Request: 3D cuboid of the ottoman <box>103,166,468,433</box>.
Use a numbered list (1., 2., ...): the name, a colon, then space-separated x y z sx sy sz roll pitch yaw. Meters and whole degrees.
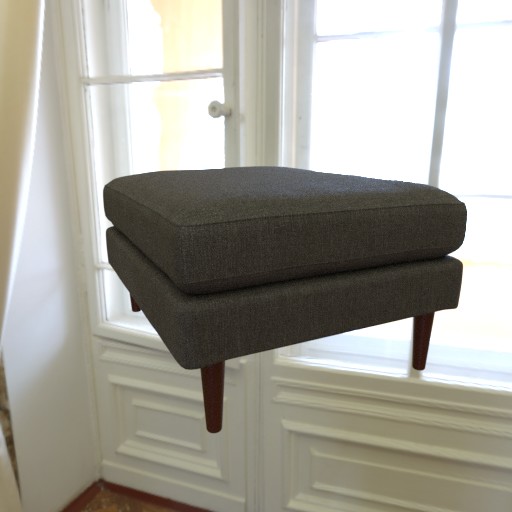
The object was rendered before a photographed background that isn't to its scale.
1. ottoman: 0.000 0.000 1.238 0.693 0.474 0.821 -7 16 -26
